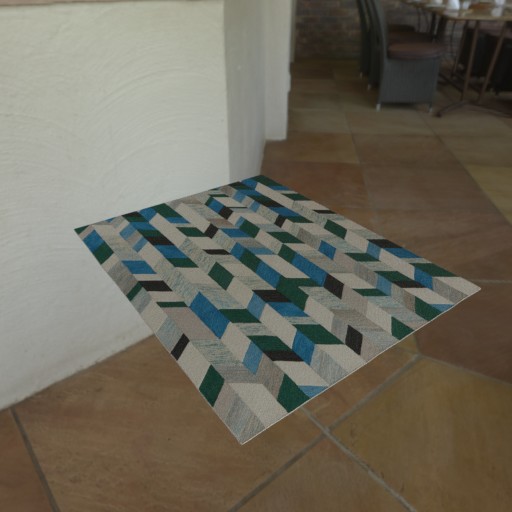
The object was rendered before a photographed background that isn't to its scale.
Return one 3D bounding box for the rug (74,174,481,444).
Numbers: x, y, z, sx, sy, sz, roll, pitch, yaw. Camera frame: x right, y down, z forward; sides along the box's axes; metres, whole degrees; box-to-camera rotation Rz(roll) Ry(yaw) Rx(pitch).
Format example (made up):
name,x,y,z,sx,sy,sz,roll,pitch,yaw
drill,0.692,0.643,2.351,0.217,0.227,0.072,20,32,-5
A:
name,x,y,z,sx,sy,sz,roll,pitch,yaw
rug,0.000,0.000,4.108,2.440,0.008,3.036,-22,39,-30
